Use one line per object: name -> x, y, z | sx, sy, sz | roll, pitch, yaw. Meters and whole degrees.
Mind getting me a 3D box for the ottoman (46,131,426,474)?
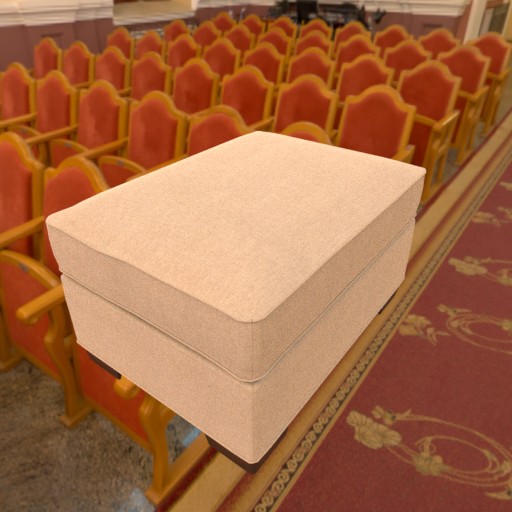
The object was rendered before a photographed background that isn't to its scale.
ottoman -> 0.000, 0.000, 1.241 | 0.617, 0.503, 0.846 | 22, 39, 30
